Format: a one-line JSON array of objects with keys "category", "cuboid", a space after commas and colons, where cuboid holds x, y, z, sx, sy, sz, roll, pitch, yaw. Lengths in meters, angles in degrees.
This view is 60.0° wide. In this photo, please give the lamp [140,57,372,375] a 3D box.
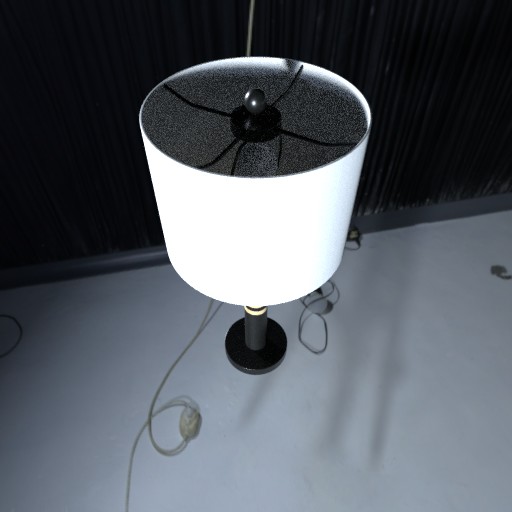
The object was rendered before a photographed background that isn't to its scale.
[{"category": "lamp", "cuboid": [0.000, 0.000, 0.808, 0.305, 0.640, 0.305, -10, 49, -9]}]
